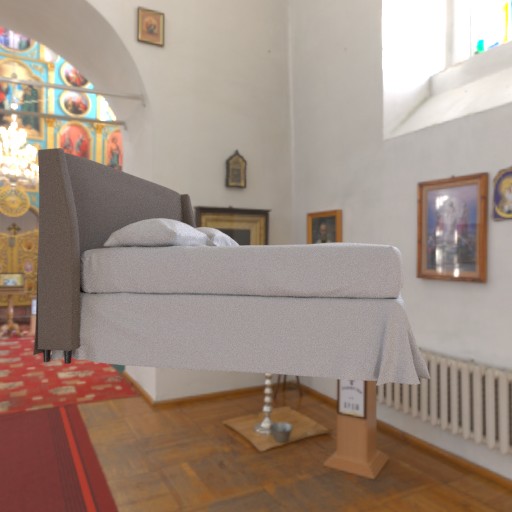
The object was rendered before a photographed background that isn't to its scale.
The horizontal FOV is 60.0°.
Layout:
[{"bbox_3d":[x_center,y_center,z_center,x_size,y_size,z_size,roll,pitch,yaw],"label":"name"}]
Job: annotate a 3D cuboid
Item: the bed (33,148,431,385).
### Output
[{"bbox_3d":[0.000,0.000,3.300,2.276,1.332,1.925,0,-1,16],"label":"bed"}]
